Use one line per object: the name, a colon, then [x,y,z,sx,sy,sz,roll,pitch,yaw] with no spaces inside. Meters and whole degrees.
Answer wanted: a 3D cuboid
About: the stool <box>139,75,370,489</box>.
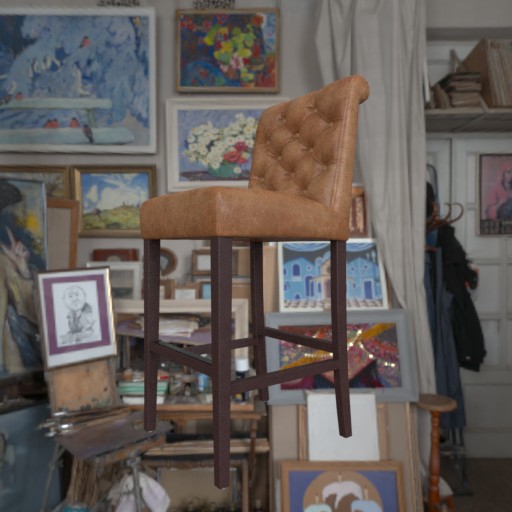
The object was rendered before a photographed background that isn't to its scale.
stool: [0.000,0.000,1.427,0.601,1.140,0.493,-1,1,-38]
